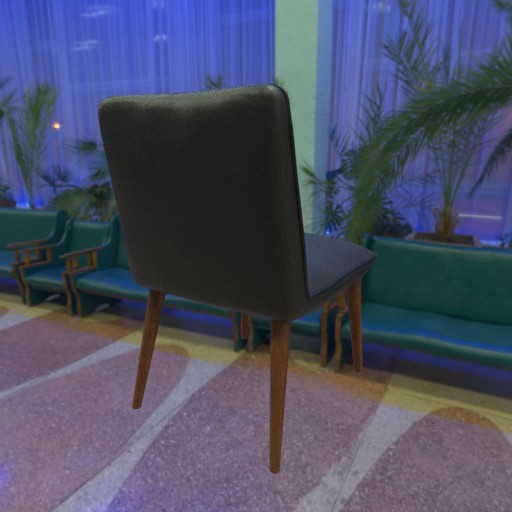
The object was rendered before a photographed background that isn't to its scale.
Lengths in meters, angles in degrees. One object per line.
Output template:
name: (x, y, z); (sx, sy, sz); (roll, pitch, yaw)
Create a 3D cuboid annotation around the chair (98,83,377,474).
chair: (0.000, 0.000, 1.203); (0.543, 0.801, 0.645); (8, 16, 28)
